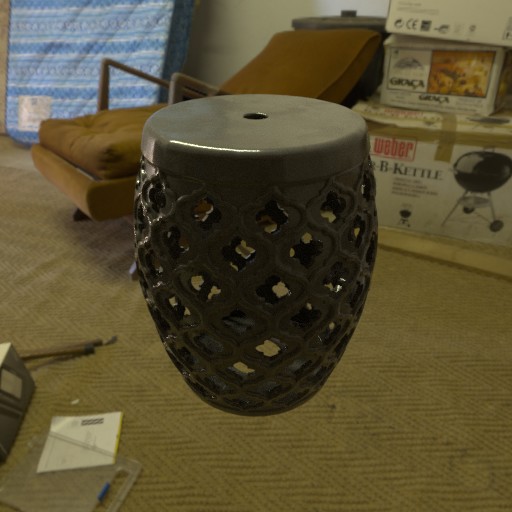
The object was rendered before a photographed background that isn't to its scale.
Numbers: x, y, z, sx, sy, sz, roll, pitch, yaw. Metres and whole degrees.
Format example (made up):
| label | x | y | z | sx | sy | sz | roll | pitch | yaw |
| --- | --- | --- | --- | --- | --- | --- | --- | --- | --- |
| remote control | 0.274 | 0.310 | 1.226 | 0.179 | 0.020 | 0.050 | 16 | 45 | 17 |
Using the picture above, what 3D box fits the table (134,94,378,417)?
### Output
| label | x | y | z | sx | sy | sz | roll | pitch | yaw |
| --- | --- | --- | --- | --- | --- | --- | --- | --- | --- |
| table | 0.000 | 0.000 | 0.625 | 0.325 | 0.388 | 0.325 | 0 | 32 | 0 |
